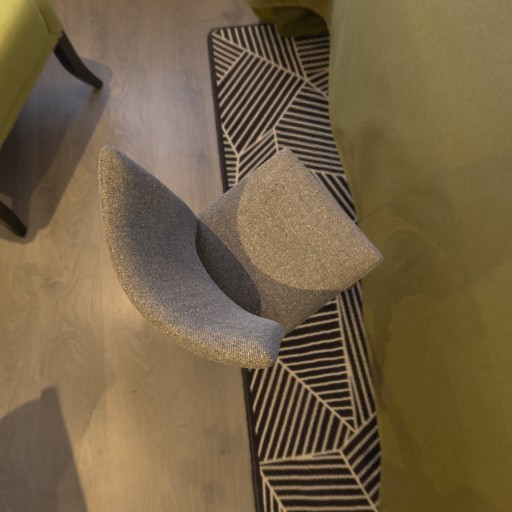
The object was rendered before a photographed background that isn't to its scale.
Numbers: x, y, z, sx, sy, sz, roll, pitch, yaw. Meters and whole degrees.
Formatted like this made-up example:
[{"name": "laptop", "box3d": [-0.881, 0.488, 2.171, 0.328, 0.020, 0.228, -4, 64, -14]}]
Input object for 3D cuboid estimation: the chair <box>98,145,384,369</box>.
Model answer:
[{"name": "chair", "box3d": [0.000, 0.000, 1.286, 0.623, 0.924, 0.535, -37, 78, -9]}]
